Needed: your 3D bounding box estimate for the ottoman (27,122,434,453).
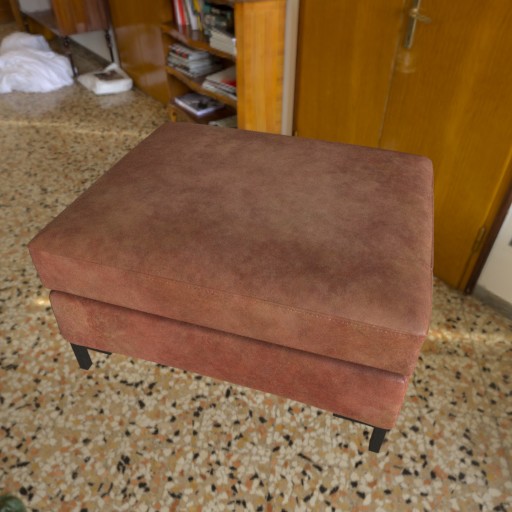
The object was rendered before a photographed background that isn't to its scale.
[{"bbox_3d":[0.000,0.000,1.712,1.186,0.667,0.965,11,41,13],"label":"ottoman"}]
